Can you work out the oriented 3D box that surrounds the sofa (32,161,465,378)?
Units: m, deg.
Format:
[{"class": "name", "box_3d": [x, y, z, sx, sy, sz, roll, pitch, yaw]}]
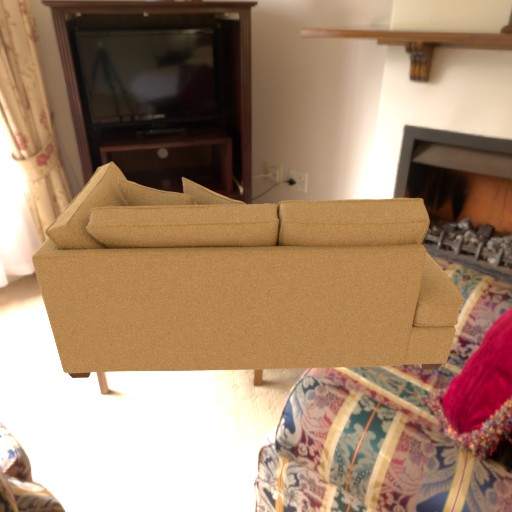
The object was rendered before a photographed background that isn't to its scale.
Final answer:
[{"class": "sofa", "box_3d": [0.000, 0.000, 2.802, 2.237, 1.033, 1.110, -1, 29, -2]}]
